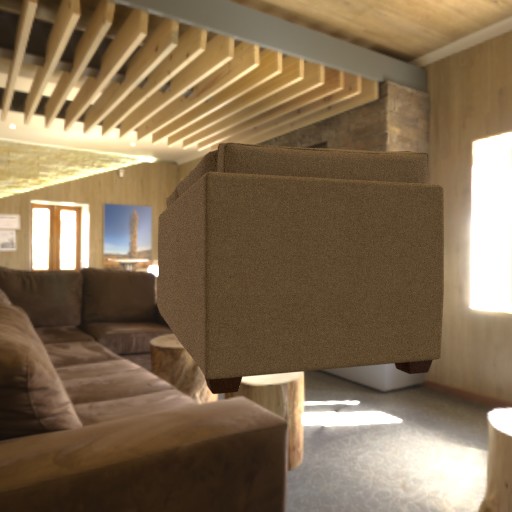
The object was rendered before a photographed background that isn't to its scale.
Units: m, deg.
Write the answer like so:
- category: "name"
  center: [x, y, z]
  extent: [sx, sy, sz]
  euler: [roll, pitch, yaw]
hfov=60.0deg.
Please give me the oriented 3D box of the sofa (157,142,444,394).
- category: "sofa"
  center: [0.000, 0.000, 2.835]
  extent: [1.110, 1.019, 2.238]
  euler: [0, 0, -17]
